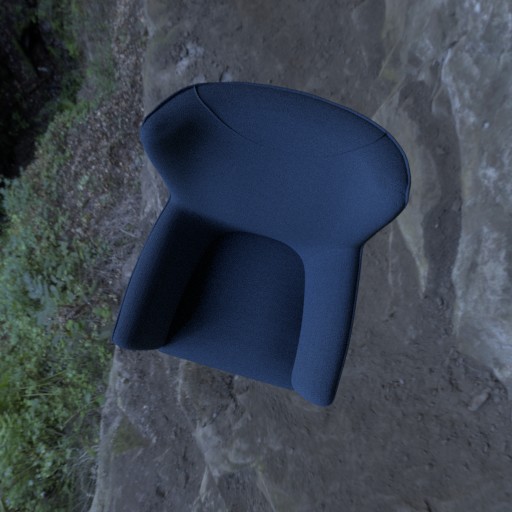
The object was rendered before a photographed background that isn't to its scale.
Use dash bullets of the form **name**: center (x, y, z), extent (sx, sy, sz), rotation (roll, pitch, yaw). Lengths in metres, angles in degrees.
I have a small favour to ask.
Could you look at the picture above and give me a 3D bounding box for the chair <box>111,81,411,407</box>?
- **chair**: center (0.000, 0.000, 1.635), extent (0.781, 0.933, 0.888), rotation (15, 76, 4)
